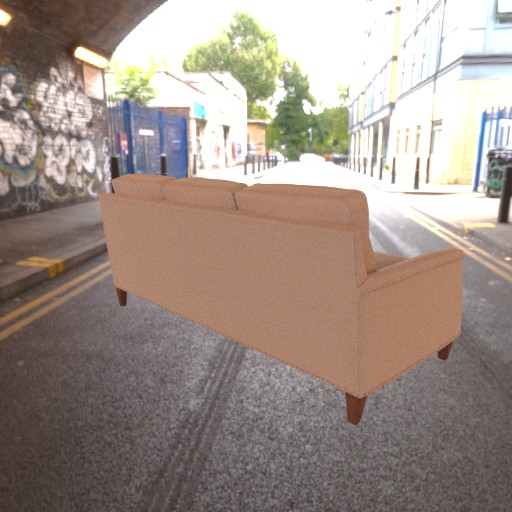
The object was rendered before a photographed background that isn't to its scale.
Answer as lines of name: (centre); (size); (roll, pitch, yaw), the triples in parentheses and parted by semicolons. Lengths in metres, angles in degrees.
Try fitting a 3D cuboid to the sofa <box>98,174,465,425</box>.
sofa: (0.000, 0.000, 2.835); (1.084, 1.003, 2.246); (-12, 18, -42)
